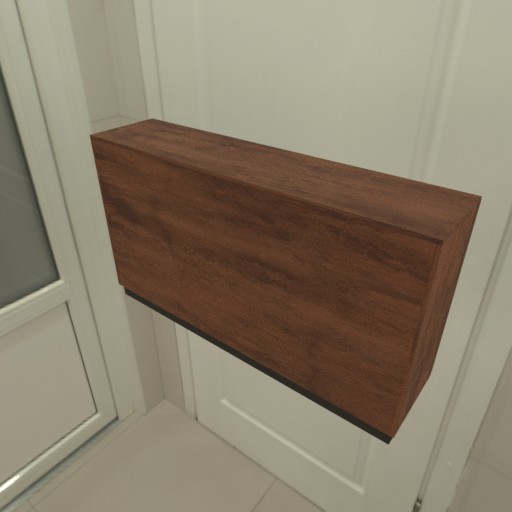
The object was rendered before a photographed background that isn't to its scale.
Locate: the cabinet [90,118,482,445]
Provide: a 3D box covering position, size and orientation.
[{"bbox_3d":[0.000,0.000,1.983,1.600,0.900,0.420,22,38,32],"label":"cabinet"}]
